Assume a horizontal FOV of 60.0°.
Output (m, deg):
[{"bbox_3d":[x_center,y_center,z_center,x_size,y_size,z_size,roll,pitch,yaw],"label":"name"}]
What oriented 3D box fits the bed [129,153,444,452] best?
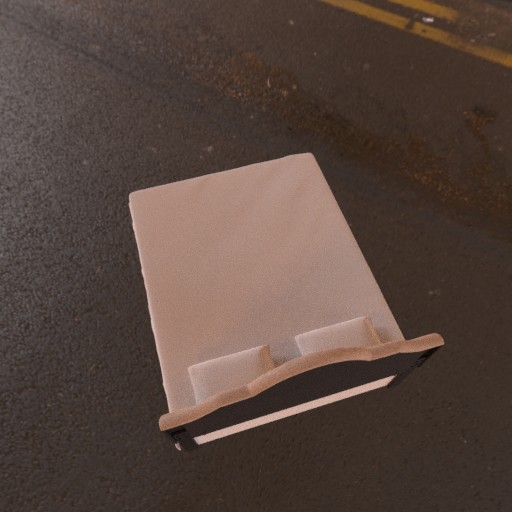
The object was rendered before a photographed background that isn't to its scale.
[{"bbox_3d":[0.000,0.000,3.004,1.667,1.194,1.970,-14,60,-8],"label":"bed"}]
